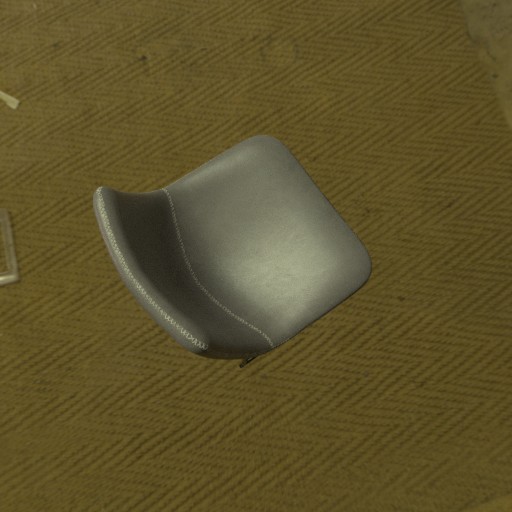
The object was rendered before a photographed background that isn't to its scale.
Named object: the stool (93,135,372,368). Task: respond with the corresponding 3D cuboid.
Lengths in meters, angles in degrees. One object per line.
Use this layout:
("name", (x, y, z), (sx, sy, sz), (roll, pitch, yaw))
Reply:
("stool", (0.000, 0.000, 1.193), (0.546, 0.876, 0.470), (-34, 78, -8))
